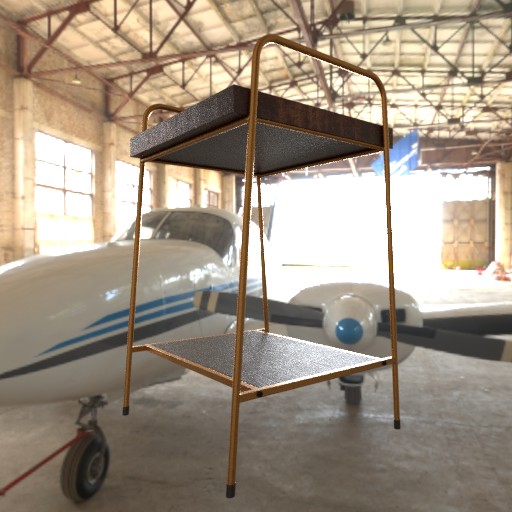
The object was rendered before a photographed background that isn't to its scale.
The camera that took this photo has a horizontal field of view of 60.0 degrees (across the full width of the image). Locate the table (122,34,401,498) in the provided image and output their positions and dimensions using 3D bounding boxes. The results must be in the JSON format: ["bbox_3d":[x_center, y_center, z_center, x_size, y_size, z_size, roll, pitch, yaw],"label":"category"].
[{"bbox_3d":[0.000,0.000,0.949,0.430,0.710,0.430,0,1,-38],"label":"table"}]
